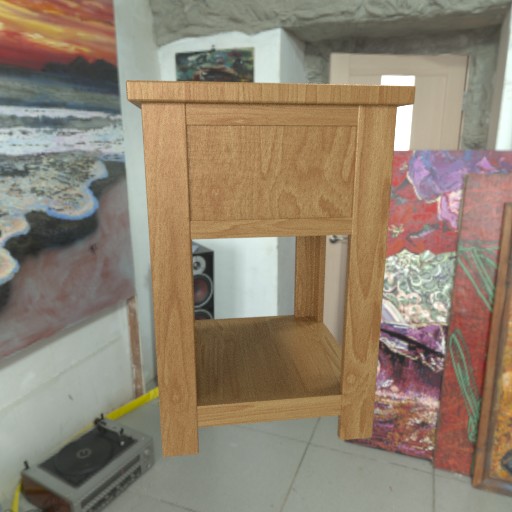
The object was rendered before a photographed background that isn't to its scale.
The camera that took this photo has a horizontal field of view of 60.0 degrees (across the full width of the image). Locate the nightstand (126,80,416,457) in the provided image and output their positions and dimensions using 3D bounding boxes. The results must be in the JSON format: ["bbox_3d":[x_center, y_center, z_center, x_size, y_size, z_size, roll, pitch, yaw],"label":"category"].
[{"bbox_3d":[0.000,0.000,0.908,0.418,0.614,0.428,-2,14,-8],"label":"nightstand"}]
